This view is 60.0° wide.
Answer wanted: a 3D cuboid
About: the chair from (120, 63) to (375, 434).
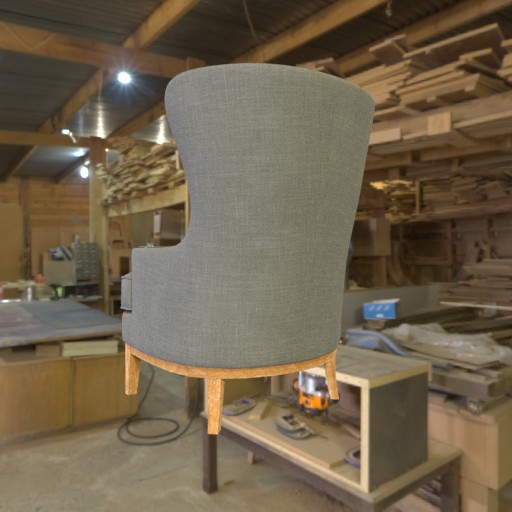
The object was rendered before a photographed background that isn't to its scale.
[{"bbox_3d":[0.000,0.000,1.779,0.864,1.176,0.883,-1,1,-36],"label":"chair"}]
